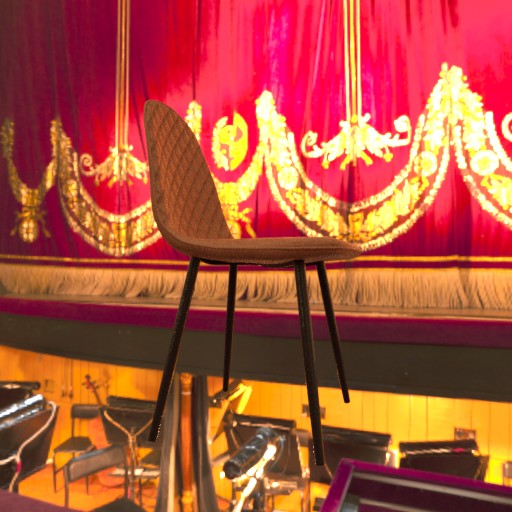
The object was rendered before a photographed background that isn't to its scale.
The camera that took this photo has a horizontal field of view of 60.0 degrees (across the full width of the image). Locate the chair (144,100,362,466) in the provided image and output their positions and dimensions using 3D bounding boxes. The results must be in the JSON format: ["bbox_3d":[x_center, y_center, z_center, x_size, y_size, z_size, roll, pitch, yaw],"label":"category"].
[{"bbox_3d":[0.000,0.000,1.219,0.561,0.889,0.472,0,-2,19],"label":"chair"}]
